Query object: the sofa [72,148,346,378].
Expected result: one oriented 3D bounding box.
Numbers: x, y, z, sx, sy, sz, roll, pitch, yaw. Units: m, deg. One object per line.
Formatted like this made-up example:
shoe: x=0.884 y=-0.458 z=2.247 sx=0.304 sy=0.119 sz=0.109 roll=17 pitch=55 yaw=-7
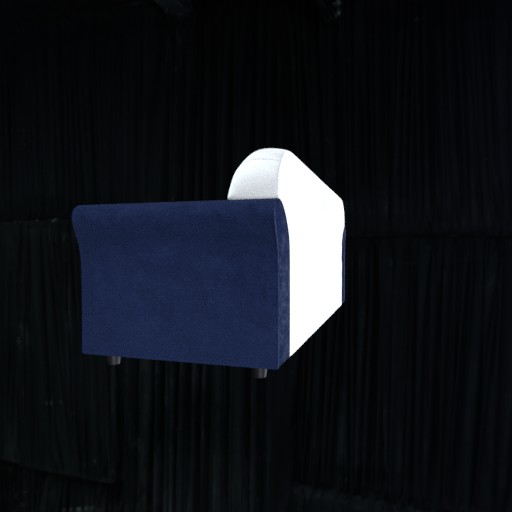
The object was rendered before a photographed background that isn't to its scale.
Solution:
sofa: x=0.000 y=0.000 z=2.412 sx=0.749 sy=0.789 sz=2.006 roll=0 pitch=1 yaw=17
